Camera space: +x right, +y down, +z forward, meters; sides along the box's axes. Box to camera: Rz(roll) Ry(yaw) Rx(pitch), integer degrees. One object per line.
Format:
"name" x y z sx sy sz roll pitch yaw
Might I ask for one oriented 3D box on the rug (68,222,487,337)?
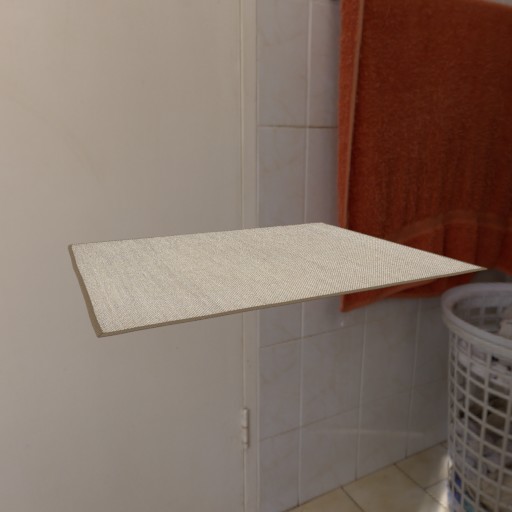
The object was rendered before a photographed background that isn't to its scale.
"rug" 0.000 0.000 4.008 3.041 0.020 2.413 -7 16 -25
